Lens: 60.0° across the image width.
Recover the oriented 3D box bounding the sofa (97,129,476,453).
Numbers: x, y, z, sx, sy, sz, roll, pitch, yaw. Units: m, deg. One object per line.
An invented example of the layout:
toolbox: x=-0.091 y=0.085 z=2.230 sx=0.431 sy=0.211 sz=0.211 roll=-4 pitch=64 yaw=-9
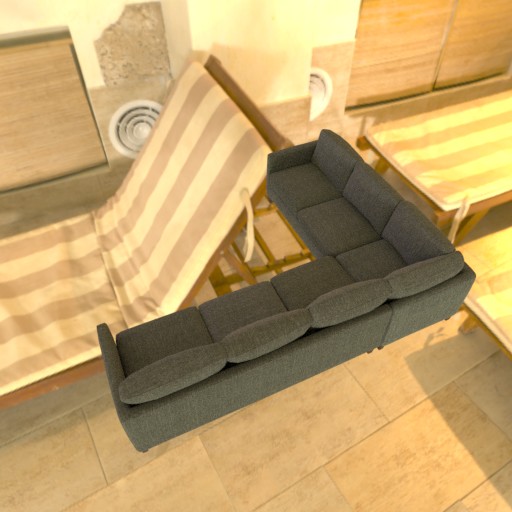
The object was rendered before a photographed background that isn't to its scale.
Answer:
sofa: x=0.000 y=0.000 z=4.517 sx=3.302 sy=0.947 sz=2.593 roll=-19 pitch=50 yaw=-17
